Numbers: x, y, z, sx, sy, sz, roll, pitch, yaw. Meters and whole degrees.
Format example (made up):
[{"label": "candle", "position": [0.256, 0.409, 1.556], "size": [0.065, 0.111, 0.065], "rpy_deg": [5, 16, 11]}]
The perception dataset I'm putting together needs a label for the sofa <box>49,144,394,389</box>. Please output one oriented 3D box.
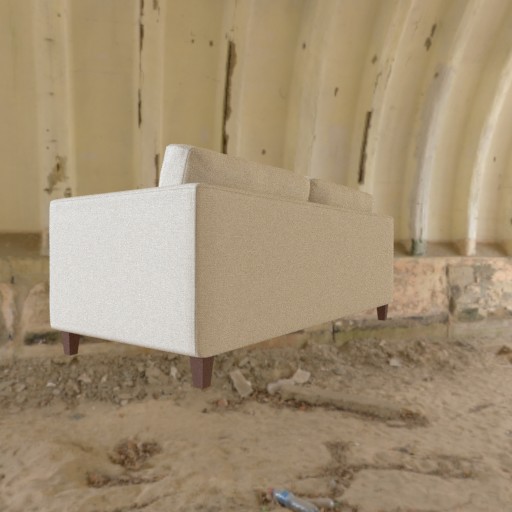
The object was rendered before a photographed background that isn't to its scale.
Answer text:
[{"label": "sofa", "position": [0.000, 0.000, 2.534], "size": [0.965, 0.889, 1.981], "rpy_deg": [1, 1, 36]}]
